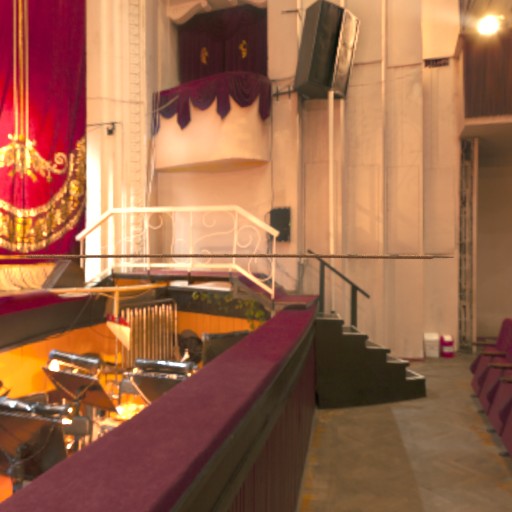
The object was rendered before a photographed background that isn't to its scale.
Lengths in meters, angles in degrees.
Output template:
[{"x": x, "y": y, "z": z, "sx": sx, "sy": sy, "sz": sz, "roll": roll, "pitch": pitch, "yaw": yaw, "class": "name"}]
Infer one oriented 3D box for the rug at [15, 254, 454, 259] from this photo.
[{"x": 0.000, "y": 0.000, "z": 4.733, "sx": 3.585, "sy": 0.036, "sz": 2.892, "roll": 0, "pitch": 0, "yaw": 18, "class": "rug"}]
